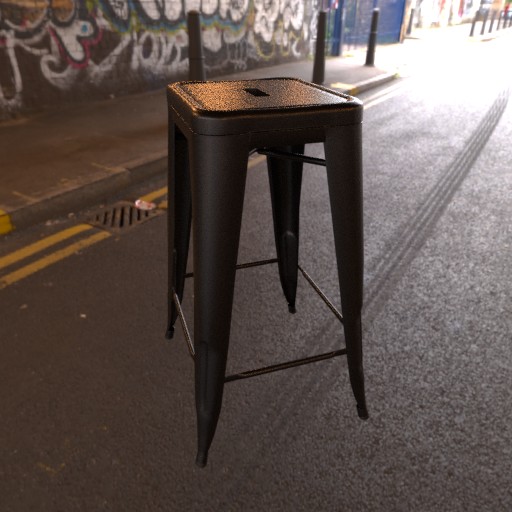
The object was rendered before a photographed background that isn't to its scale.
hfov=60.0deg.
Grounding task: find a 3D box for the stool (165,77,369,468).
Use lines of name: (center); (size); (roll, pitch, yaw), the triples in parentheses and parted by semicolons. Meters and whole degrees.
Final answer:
stool: (0.000, 0.000, 0.860); (0.359, 0.609, 0.399); (-10, 31, -16)
